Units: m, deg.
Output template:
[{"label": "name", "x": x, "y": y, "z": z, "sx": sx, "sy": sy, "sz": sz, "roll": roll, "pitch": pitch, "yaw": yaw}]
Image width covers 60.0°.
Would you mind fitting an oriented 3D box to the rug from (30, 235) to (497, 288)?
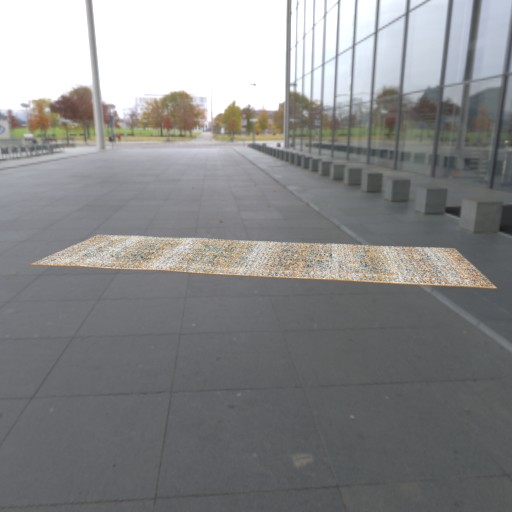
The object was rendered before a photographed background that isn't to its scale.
[{"label": "rug", "x": 0.000, "y": 0.000, "z": 2.482, "sx": 2.294, "sy": 0.014, "sz": 0.704, "roll": 3, "pitch": 16, "yaw": 9}]
